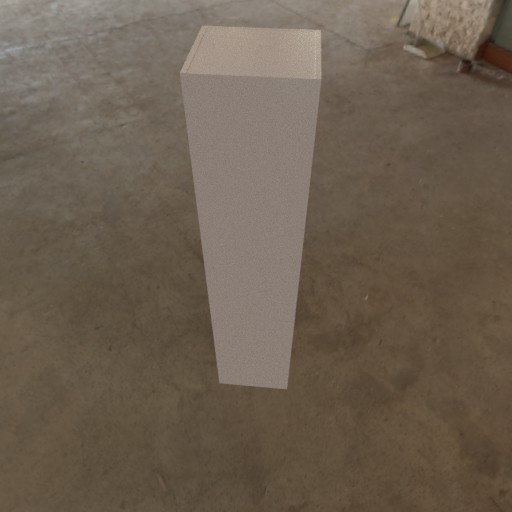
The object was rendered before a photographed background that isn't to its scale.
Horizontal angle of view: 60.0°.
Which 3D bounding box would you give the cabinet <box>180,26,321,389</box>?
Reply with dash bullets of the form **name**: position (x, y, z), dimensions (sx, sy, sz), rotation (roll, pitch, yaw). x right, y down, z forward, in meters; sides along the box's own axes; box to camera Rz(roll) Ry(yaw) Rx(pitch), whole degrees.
- **cabinet**: position (0.000, 0.000, 1.538), dimensions (0.300, 1.400, 0.269), rotation (4, 47, 4)
